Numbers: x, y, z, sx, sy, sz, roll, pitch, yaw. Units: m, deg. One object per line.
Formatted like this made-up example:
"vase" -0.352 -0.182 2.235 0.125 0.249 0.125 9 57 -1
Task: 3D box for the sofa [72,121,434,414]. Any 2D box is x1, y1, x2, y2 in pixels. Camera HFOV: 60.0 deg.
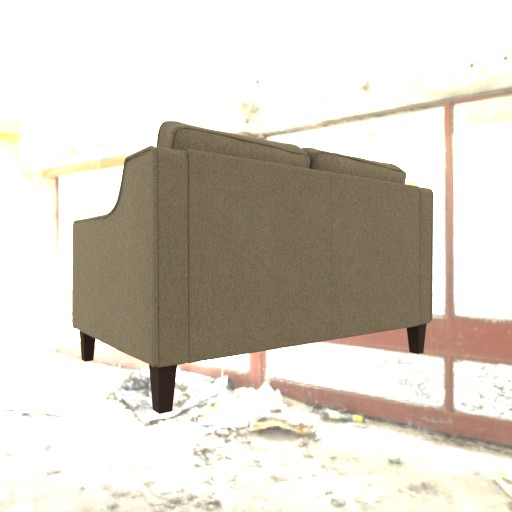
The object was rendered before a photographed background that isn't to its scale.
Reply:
"sofa" 0.000 0.000 2.177 1.503 0.981 0.985 0 0 -37
